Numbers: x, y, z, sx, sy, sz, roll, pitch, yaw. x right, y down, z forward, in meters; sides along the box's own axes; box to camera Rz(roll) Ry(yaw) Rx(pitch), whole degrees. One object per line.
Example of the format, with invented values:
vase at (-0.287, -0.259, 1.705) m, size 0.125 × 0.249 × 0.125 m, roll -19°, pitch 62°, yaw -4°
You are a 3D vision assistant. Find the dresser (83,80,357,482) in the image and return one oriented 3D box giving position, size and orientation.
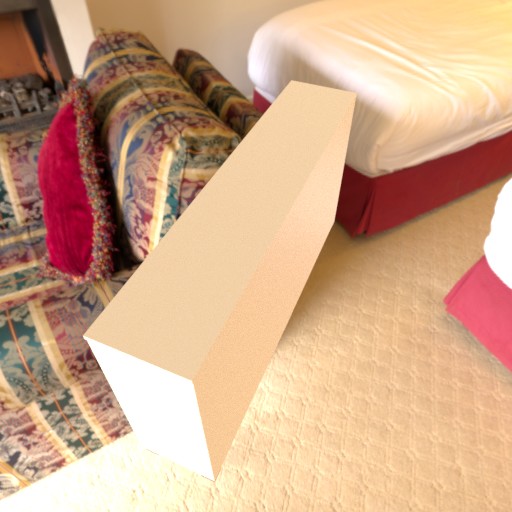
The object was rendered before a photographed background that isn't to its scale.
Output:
dresser at (0.000, 0.000, 1.859) m, size 0.333 × 0.790 × 1.535 m, roll 18°, pitch 49°, yaw 16°
